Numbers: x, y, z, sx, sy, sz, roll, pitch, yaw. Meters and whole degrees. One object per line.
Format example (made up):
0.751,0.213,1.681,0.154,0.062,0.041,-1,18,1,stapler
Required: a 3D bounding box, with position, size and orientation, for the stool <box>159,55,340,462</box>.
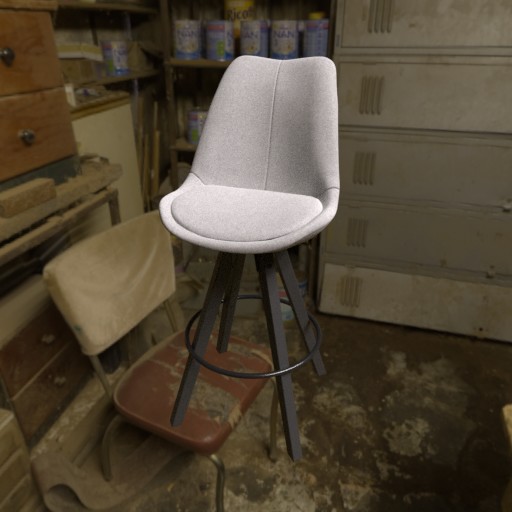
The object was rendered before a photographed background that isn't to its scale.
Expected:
0.000,0.000,1.378,0.485,1.115,0.550,9,28,17,stool
